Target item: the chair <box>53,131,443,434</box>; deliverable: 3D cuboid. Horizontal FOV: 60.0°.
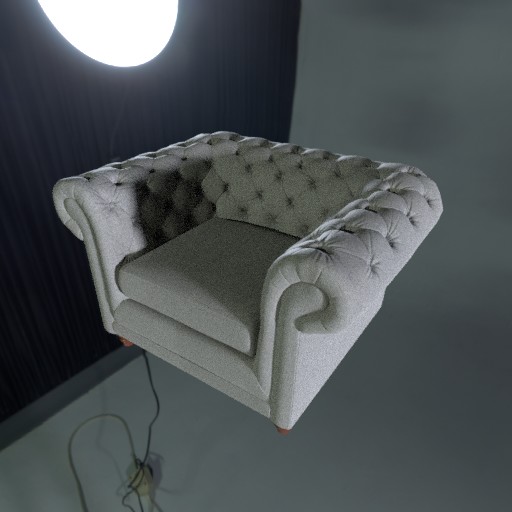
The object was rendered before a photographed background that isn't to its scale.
[{"bbox_3d":[0.000,0.000,1.878,1.270,0.770,0.976,19,35,29],"label":"chair"}]
